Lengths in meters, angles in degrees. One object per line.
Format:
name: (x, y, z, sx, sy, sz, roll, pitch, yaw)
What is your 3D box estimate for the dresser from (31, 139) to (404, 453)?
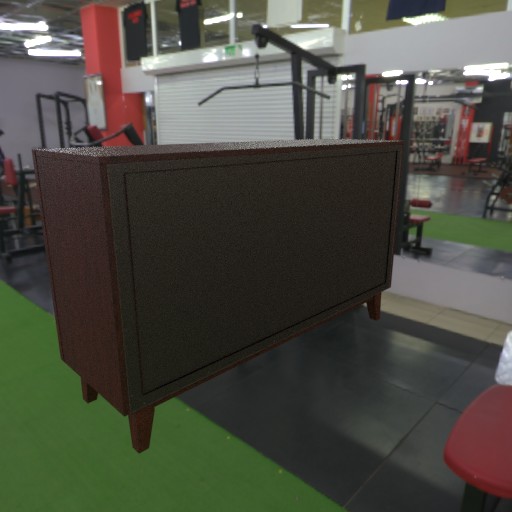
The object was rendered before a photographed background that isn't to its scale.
dresser: (0.000, 0.000, 1.984, 1.609, 0.971, 0.499, -16, 23, -42)
